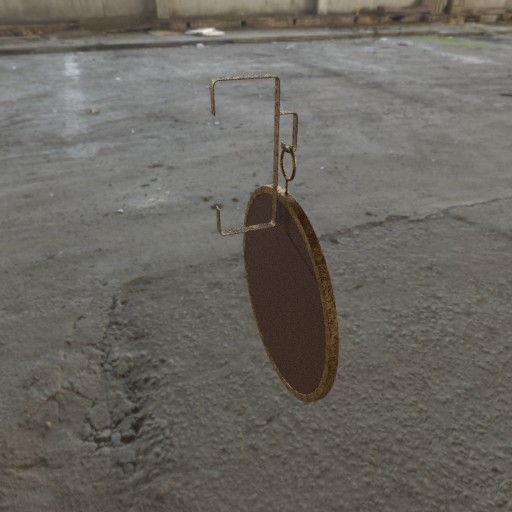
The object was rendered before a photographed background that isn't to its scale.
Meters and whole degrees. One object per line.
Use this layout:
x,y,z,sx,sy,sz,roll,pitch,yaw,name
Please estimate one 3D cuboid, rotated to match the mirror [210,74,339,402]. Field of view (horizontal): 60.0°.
0.000,0.000,0.855,0.144,0.651,0.447,-11,33,-17,mirror
